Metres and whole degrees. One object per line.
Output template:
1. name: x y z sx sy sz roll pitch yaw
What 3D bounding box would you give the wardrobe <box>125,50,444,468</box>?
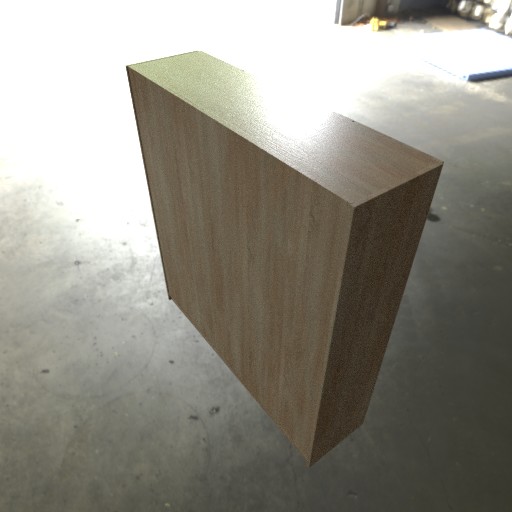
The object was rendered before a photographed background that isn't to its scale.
1. wardrobe: 0.000 0.000 3.074 0.598 2.159 1.998 -26 47 -27
